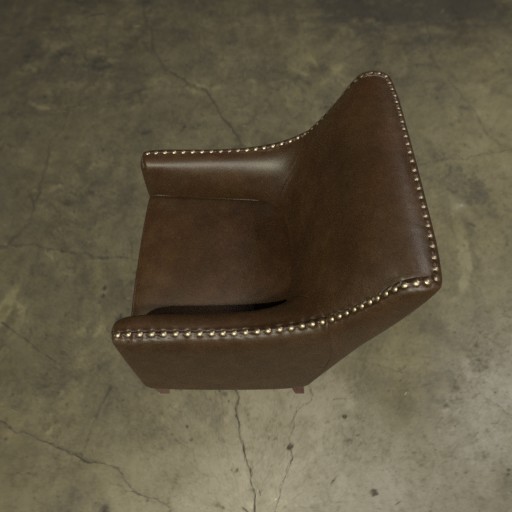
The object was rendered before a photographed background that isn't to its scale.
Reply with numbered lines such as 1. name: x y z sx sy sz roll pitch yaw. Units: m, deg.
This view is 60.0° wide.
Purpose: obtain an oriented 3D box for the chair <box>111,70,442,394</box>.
1. chair: 0.000 0.000 1.291 0.704 0.813 0.639 0 59 0
